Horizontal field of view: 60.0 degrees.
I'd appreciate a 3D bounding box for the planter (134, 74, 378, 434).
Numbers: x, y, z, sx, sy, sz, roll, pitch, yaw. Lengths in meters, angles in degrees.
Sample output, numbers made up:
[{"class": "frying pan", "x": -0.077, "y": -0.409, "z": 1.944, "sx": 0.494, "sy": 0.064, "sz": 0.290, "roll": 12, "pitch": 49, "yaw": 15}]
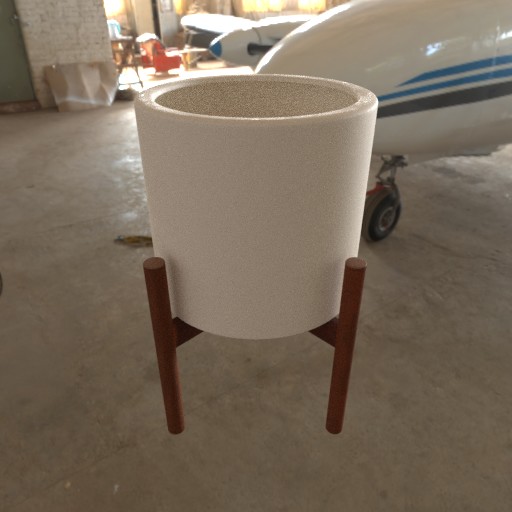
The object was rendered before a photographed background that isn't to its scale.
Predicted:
[{"class": "planter", "x": 0.000, "y": 0.000, "z": 0.507, "sx": 0.224, "sy": 0.358, "sz": 0.224, "roll": 0, "pitch": 31, "yaw": 0}]
